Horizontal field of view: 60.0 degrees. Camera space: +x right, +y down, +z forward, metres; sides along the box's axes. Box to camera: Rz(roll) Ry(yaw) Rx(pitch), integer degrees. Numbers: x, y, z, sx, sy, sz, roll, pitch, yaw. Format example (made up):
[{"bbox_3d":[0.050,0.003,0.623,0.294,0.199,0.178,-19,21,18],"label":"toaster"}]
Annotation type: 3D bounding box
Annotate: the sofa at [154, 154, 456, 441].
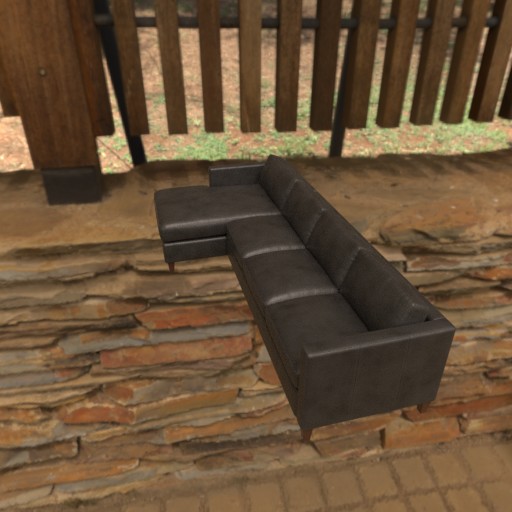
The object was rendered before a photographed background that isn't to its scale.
[{"bbox_3d":[0.000,0.000,3.884,1.581,0.883,3.203,-8,31,-13],"label":"sofa"}]
